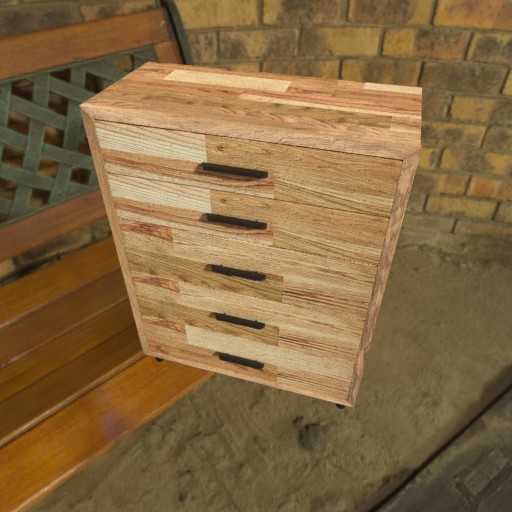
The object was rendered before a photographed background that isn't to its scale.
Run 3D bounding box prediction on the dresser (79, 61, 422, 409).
[{"bbox_3d":[0.000,0.000,1.741,0.966,1.243,0.480,11,41,13],"label":"dresser"}]
